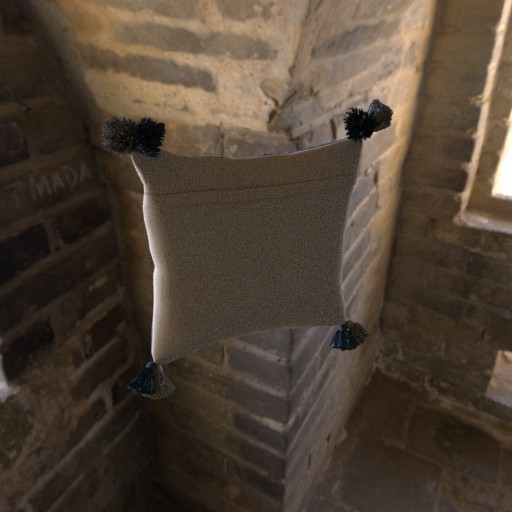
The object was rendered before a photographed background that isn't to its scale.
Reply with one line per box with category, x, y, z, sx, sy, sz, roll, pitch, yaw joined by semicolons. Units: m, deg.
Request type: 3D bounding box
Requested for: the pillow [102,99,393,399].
pillow;0.000;0.000;0.960;0.614;0.634;0.138;-8;28;-16
